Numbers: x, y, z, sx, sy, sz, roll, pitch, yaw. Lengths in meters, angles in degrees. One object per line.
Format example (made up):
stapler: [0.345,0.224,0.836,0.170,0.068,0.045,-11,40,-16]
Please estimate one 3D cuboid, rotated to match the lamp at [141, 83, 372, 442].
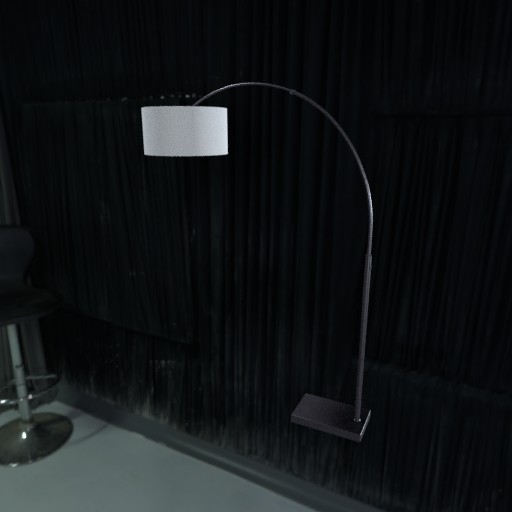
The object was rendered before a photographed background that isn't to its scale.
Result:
lamp: [0.000,0.000,2.631,1.424,1.927,0.493,8,18,25]
